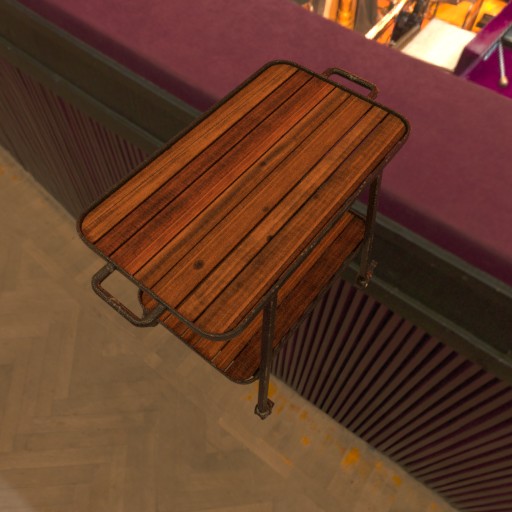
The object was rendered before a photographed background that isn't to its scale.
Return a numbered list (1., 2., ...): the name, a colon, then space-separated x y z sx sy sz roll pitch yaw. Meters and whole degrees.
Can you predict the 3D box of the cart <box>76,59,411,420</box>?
1. cart: 0.000 0.000 1.233 0.515 0.700 0.806 34 64 19
